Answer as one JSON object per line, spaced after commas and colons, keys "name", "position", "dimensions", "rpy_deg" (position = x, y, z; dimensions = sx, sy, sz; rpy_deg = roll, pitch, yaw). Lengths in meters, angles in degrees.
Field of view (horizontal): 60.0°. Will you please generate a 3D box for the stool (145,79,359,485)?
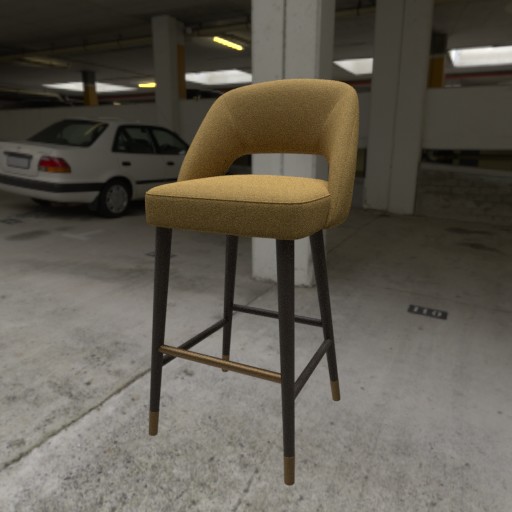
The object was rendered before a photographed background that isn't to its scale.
{"name": "stool", "position": [0.000, 0.000, 1.312], "dimensions": [0.536, 1.032, 0.522], "rpy_deg": [7, 16, 26]}
